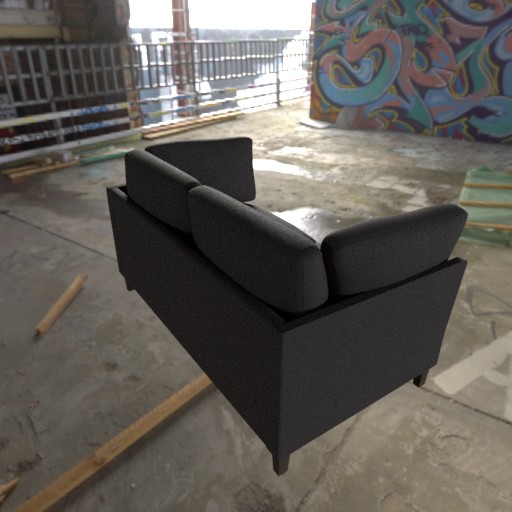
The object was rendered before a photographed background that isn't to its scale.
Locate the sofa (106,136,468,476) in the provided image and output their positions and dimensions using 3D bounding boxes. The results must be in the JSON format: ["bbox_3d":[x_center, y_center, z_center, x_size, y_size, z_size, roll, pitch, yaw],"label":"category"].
[{"bbox_3d":[0.000,0.000,2.306,0.969,0.920,1.751,-17,32,-30],"label":"sofa"}]
